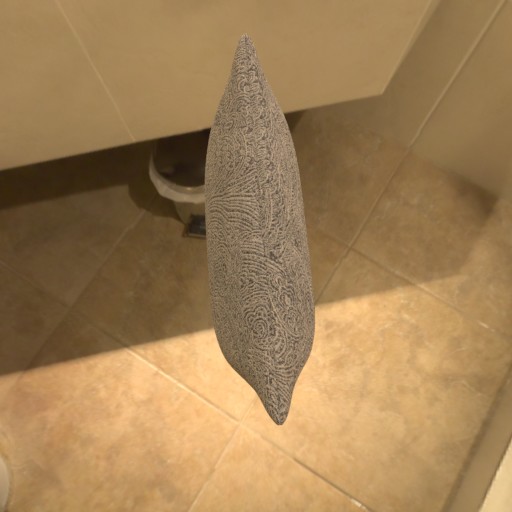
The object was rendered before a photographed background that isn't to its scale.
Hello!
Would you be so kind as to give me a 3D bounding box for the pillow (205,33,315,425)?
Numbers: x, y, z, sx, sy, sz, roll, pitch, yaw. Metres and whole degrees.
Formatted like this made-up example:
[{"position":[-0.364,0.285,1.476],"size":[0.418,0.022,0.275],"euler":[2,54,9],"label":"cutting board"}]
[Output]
[{"position":[0.000,0.000,0.793],"size":[0.166,0.510,0.523],"euler":[-5,75,-1],"label":"pillow"}]
